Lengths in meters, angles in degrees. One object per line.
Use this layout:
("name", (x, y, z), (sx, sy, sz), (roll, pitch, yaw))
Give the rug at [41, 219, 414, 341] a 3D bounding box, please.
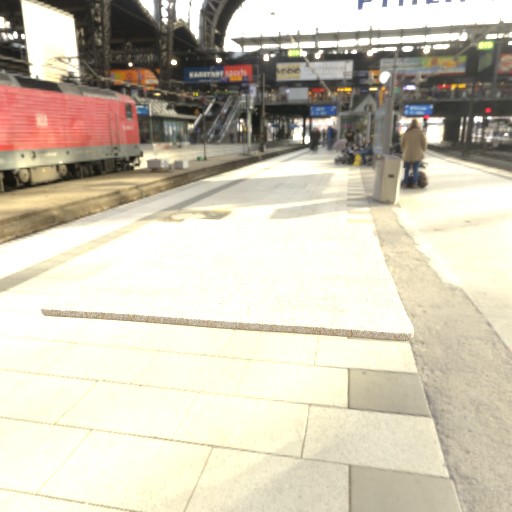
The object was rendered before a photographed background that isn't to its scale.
("rug", (0.000, 0.000, 2.134), (1.200, 0.027, 1.600), (3, 16, 9))
